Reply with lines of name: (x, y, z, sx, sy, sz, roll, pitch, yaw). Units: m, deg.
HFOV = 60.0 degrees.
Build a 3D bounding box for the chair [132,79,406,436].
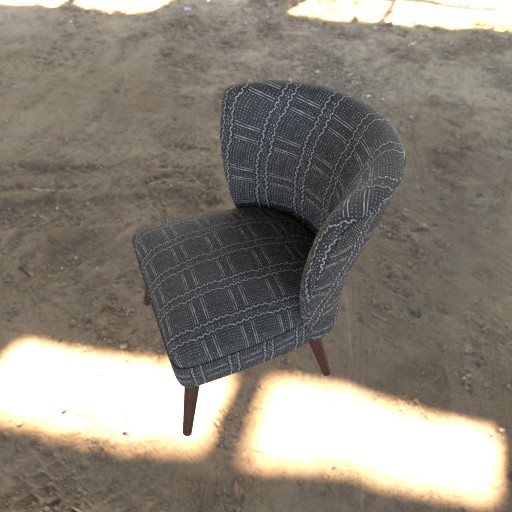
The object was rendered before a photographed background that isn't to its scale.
chair: (0.000, 0.000, 1.430, 0.758, 0.866, 0.710, -17, 49, -15)
